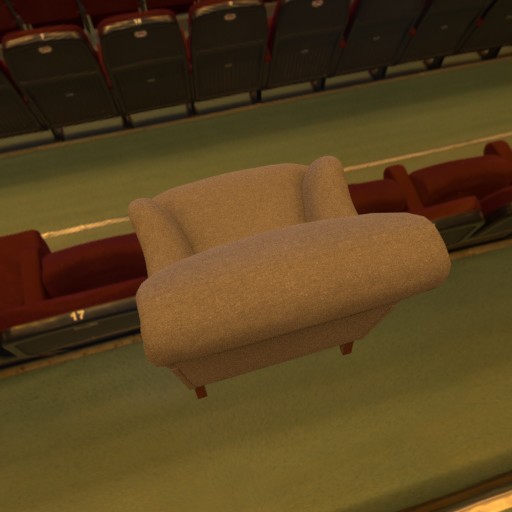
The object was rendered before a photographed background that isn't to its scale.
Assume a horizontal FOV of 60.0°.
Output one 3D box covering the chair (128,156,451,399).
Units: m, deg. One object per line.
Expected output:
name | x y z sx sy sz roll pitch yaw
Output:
chair | 0.000 0.000 1.533 0.766 0.942 0.843 -14 60 -9
